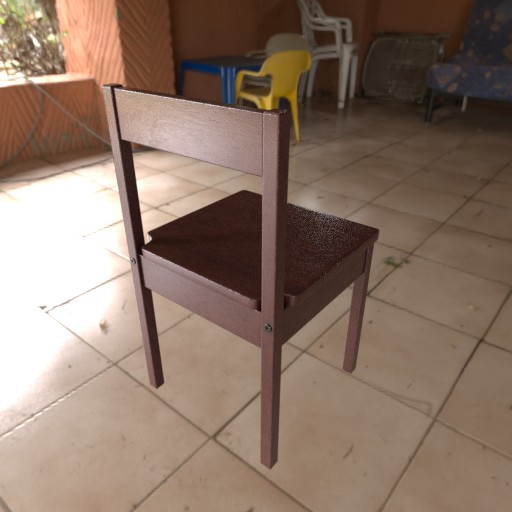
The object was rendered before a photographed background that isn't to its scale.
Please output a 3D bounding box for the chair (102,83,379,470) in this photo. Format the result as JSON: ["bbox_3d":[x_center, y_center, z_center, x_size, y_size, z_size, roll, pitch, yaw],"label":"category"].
[{"bbox_3d":[0.000,0.000,0.905,0.367,0.668,0.361,21,36,33],"label":"chair"}]
